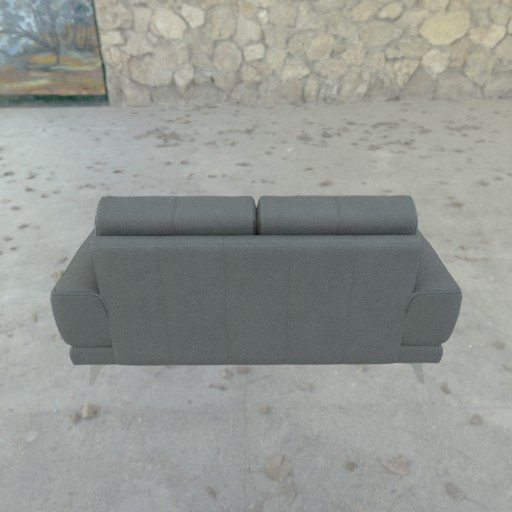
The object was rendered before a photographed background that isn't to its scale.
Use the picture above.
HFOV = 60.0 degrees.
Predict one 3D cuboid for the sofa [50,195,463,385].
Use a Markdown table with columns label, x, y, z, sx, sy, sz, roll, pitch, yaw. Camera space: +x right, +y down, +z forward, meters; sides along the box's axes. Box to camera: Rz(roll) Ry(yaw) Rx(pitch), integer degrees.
| label | x | y | z | sx | sy | sz | roll | pitch | yaw |
| --- | --- | --- | --- | --- | --- | --- | --- | --- | --- |
| sofa | 0.000 | 0.000 | 2.340 | 1.806 | 0.907 | 1.018 | 0 | 29 | 0 |
